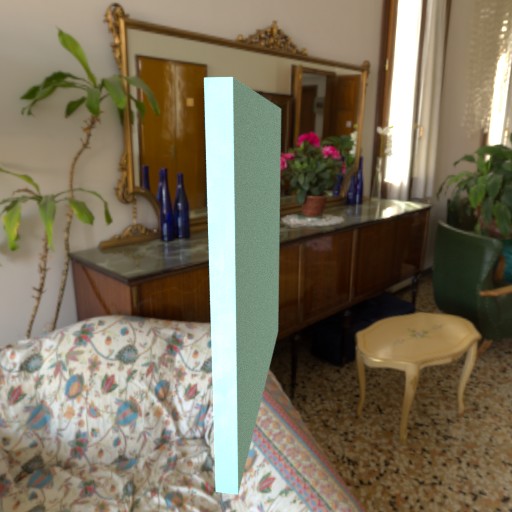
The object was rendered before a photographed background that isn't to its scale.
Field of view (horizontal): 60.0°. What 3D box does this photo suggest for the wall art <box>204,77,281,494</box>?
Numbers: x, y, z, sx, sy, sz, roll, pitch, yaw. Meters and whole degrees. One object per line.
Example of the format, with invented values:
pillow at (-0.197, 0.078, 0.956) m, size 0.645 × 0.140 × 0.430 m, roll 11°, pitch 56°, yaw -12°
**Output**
wall art at (0.000, 0.000, 0.897) m, size 0.036 × 0.603 × 0.603 m, roll 2°, pitch 15°, yaw 8°
